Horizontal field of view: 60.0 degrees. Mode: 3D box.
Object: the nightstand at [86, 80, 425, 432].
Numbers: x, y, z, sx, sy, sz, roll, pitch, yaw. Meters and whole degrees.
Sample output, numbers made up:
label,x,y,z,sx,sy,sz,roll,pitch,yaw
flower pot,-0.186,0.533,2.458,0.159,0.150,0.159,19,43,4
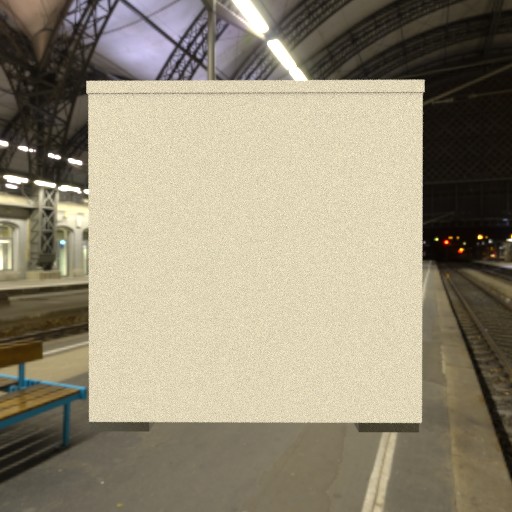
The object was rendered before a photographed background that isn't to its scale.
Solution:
label,x,y,z,sx,sy,sz,roll,pitch,yaw
nightstand,0.000,0.000,0.742,0.441,0.460,0.325,0,0,0
